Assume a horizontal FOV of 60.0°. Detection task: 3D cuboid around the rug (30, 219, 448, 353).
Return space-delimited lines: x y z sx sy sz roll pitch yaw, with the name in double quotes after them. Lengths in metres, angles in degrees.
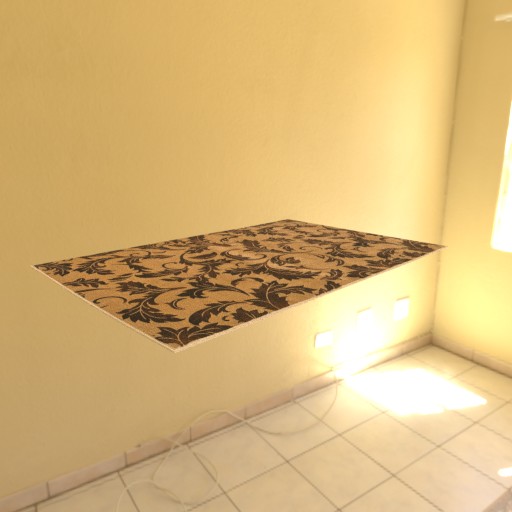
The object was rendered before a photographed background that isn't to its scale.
0.000 0.000 2.850 2.284 0.008 1.522 -14 20 -42 "rug"
